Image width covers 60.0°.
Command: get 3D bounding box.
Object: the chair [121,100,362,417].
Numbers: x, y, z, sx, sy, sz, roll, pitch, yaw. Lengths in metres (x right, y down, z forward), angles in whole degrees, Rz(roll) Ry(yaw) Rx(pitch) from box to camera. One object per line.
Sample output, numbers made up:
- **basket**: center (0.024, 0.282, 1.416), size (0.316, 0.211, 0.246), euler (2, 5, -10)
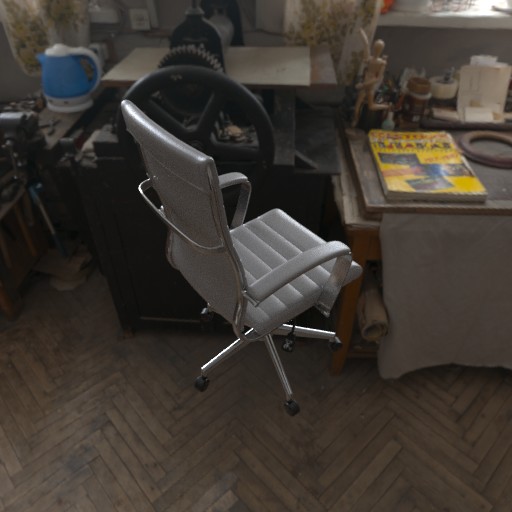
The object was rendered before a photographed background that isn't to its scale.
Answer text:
- **chair**: center (0.000, 0.000, 1.611), size (0.667, 1.149, 0.679), euler (-26, 47, -27)
